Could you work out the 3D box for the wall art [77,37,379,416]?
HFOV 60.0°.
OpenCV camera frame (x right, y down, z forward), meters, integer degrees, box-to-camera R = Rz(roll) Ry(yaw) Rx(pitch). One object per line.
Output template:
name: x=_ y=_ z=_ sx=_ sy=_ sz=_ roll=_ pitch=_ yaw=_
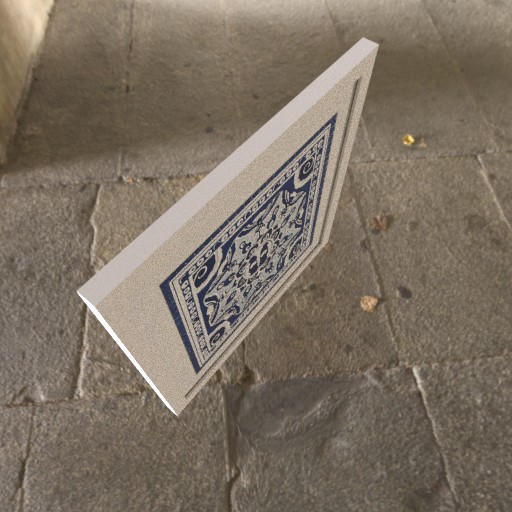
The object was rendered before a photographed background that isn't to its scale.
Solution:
wall art: x=0.000 y=0.000 z=0.808 sx=0.028 sy=0.559 sz=0.559 roll=35 pitch=65 yaw=19
